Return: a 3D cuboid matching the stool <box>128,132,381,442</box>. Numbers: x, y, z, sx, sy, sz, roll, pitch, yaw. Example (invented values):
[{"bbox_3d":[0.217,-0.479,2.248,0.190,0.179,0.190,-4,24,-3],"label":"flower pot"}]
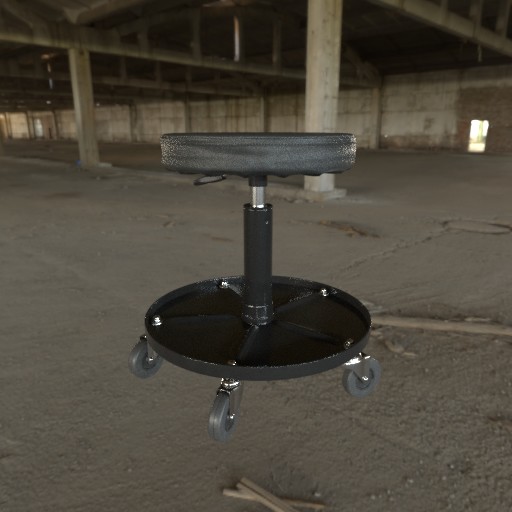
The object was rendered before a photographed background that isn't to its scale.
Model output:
[{"bbox_3d":[0.000,0.000,0.682,0.382,0.365,0.381,15,22,41],"label":"stool"}]
